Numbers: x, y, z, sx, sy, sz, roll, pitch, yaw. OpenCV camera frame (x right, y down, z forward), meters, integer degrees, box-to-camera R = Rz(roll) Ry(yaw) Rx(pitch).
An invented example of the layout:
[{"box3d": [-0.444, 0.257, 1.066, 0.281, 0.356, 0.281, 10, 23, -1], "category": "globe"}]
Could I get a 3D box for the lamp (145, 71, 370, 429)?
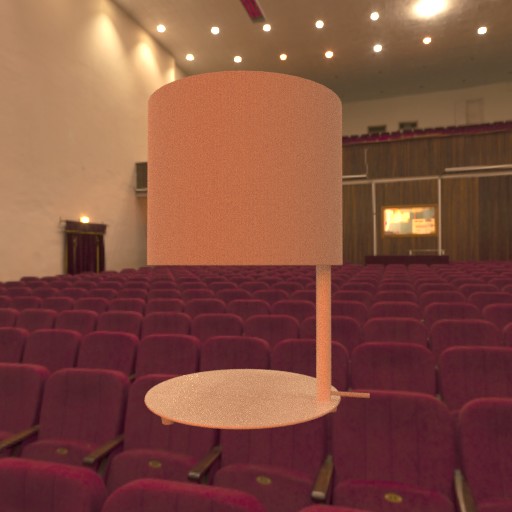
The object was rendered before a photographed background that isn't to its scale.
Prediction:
[{"box3d": [0.000, 0.000, 0.689, 0.341, 0.454, 0.299, 0, -1, 18], "category": "lamp"}]
